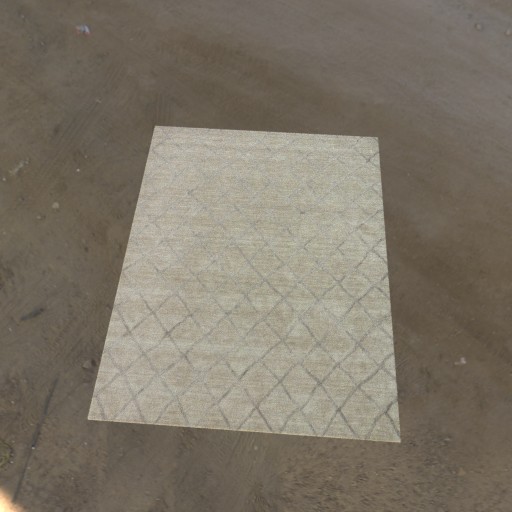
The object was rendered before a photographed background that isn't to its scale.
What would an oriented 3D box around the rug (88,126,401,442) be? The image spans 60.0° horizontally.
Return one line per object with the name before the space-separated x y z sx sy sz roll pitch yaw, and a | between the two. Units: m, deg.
rug | 0.000 0.000 4.111 2.420 0.019 3.038 3 63 2
